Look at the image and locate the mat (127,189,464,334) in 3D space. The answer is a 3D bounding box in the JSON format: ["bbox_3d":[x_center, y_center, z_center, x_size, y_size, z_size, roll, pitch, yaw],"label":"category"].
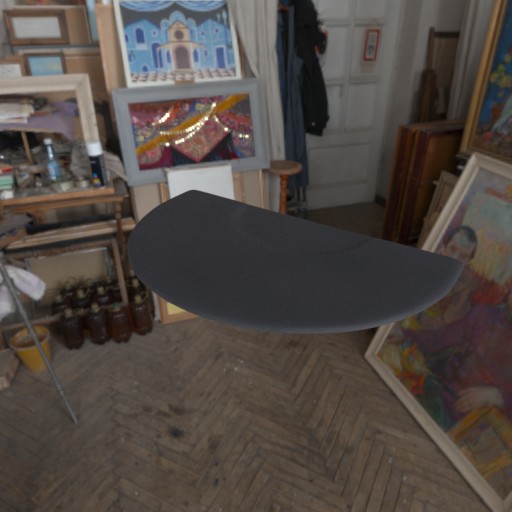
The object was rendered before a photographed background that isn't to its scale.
[{"bbox_3d":[0.000,0.000,1.908,1.525,0.022,0.917,18,34,29],"label":"mat"}]
